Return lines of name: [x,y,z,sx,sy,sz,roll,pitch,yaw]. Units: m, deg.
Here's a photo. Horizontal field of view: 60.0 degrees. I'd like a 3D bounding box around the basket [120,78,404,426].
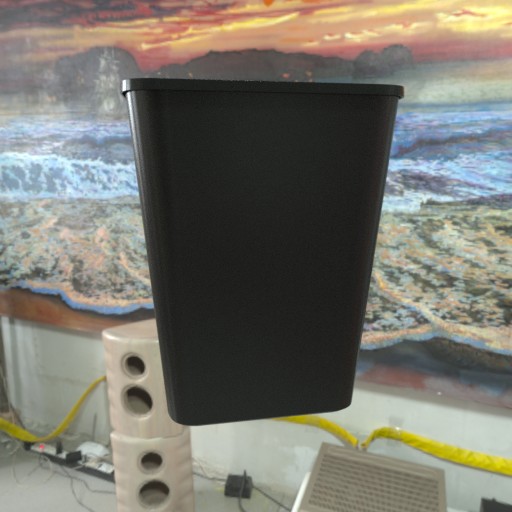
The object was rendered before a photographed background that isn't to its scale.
basket: [0.000,0.000,0.757,0.394,0.521,0.287,-2,13,-10]
